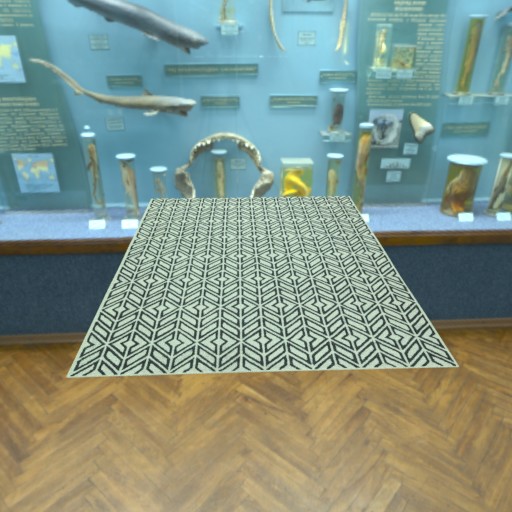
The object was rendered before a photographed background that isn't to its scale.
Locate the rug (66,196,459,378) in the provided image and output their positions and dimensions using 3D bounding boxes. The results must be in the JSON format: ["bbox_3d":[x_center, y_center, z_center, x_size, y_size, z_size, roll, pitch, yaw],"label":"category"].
[{"bbox_3d":[0.000,0.000,4.068,2.421,0.008,3.045,-1,28,-2],"label":"rug"}]
